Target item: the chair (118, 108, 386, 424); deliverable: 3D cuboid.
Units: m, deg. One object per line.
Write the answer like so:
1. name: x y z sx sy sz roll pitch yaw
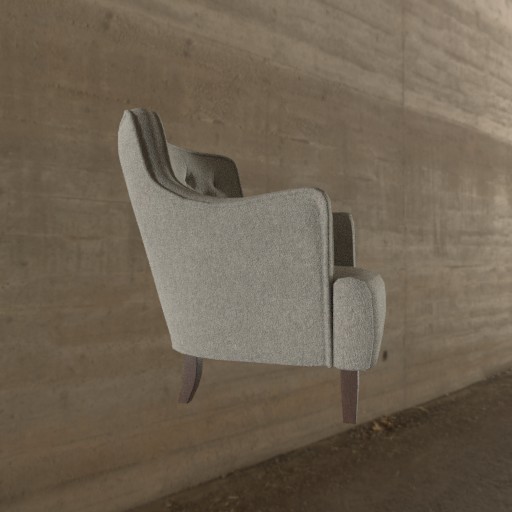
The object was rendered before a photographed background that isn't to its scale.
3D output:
1. chair: 0.000 0.000 1.614 0.910 0.920 0.820 0 -1 18
